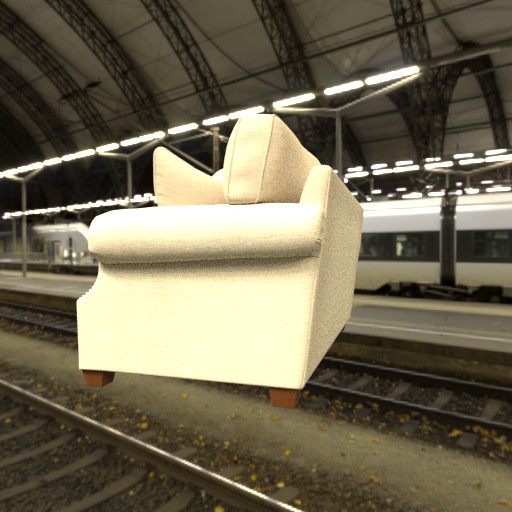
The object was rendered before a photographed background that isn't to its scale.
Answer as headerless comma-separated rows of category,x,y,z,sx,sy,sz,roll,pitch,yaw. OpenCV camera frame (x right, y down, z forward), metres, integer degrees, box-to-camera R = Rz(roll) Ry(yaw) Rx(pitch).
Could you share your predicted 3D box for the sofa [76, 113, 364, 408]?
sofa,0.000,0.000,2.251,0.966,0.966,1.701,0,1,17
